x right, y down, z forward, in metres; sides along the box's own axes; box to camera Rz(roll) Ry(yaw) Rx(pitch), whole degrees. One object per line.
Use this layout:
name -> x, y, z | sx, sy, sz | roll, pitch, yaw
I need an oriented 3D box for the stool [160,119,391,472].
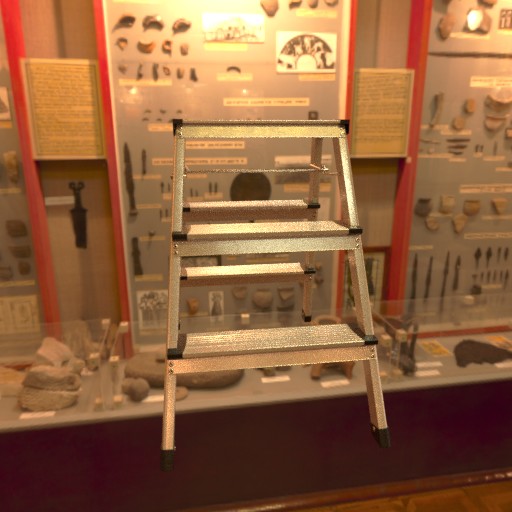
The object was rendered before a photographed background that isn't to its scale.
stool -> 0.000, 0.000, 1.030 | 0.437, 0.605, 0.622 | -2, 16, -8
